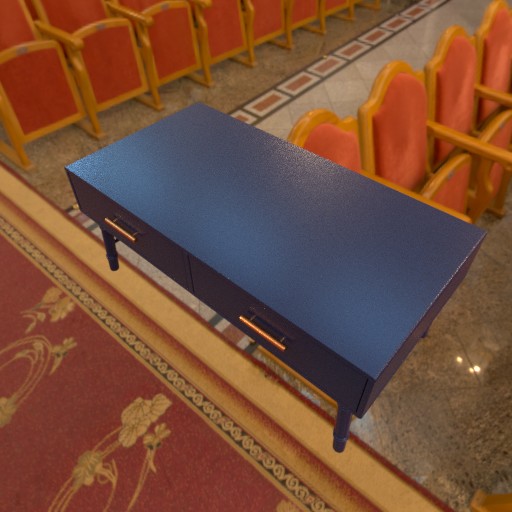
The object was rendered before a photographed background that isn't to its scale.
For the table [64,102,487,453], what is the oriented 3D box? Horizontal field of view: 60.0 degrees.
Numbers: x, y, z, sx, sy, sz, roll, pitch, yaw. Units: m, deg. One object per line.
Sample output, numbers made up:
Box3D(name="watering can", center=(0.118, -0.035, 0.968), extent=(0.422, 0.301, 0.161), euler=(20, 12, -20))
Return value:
Box3D(name="table", center=(0.000, 0.000, 1.382), extent=(1.067, 0.457, 0.572), euler=(32, 54, 27))
